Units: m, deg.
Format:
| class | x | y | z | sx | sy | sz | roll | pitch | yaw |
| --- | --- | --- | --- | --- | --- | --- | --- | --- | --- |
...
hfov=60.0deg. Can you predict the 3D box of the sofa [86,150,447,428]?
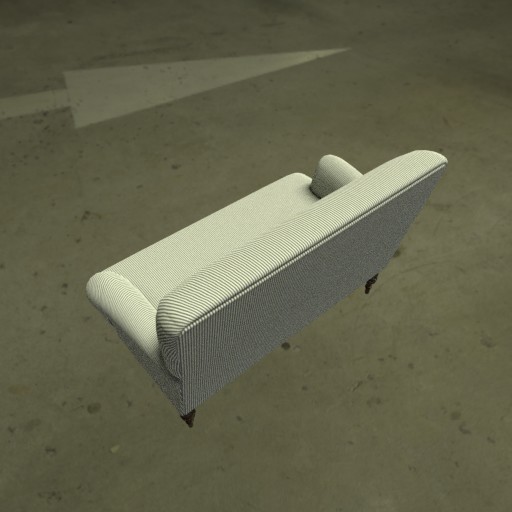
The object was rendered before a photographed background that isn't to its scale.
| class | x | y | z | sx | sy | sz | roll | pitch | yaw |
| --- | --- | --- | --- | --- | --- | --- | --- | --- | --- |
| sofa | 0.000 | 0.000 | 1.841 | 1.297 | 0.889 | 0.779 | -31 | 54 | -26 |
